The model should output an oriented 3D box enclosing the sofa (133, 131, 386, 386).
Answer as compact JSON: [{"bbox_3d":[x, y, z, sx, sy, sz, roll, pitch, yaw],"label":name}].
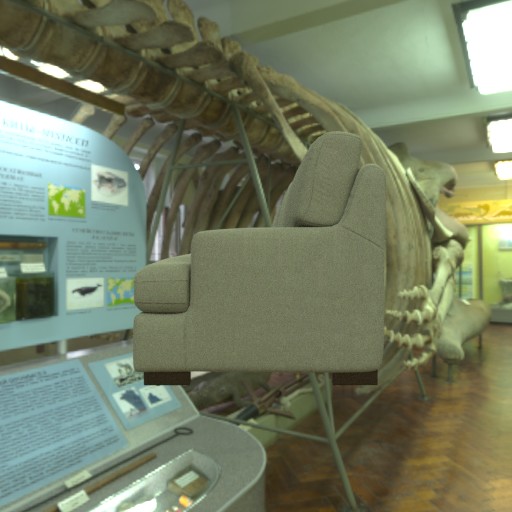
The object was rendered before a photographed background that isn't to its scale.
[{"bbox_3d":[0.000,0.000,2.796,0.962,0.980,2.354,0,0,0],"label":"sofa"}]
